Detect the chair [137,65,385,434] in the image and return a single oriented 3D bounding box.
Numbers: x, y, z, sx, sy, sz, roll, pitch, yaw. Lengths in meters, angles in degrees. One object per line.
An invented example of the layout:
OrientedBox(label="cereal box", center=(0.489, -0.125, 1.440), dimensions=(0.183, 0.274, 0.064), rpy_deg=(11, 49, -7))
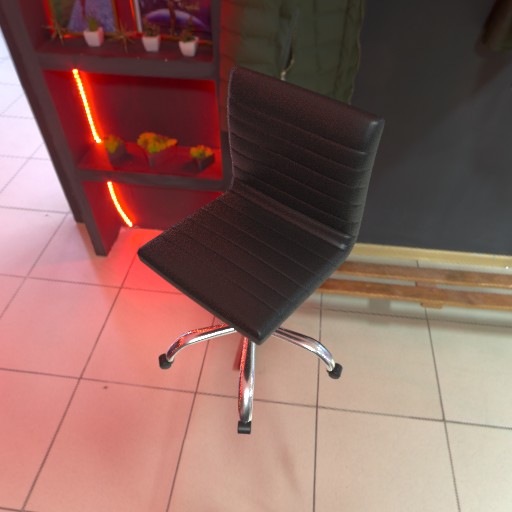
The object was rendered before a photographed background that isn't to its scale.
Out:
OrientedBox(label="chair", center=(0.000, 0.000, 1.131), dimensions=(0.556, 0.780, 0.530), rpy_deg=(31, 54, 26))
